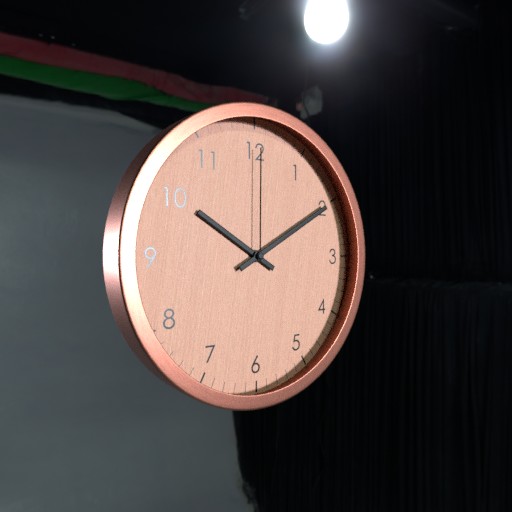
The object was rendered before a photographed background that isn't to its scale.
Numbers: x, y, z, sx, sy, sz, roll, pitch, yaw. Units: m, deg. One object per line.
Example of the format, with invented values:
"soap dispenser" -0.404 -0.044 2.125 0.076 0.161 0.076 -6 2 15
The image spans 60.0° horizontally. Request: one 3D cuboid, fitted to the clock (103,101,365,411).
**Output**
"clock" 0.000 0.000 0.473 0.313 0.313 0.040 0 0 -37
